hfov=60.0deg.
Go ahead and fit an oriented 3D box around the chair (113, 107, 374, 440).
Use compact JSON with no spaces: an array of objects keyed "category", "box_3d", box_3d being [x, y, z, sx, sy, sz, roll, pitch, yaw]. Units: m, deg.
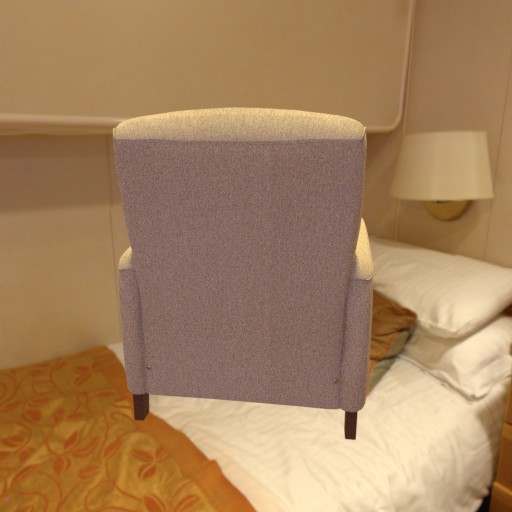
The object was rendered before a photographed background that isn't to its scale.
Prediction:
[{"category":"chair","box_3d":[0.000,0.000,1.673,0.848,1.014,0.864,2,15,8]}]
